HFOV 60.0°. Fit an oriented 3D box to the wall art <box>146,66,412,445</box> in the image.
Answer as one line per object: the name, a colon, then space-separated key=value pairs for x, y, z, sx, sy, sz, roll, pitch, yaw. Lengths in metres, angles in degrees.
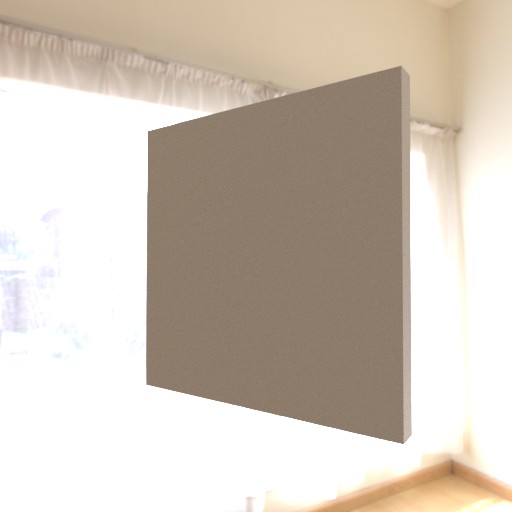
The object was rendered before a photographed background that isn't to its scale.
wall art: x=0.000 y=0.000 z=0.528 sx=0.355 sy=0.355 sz=0.027 roll=-1 pitch=-1 yaw=35
